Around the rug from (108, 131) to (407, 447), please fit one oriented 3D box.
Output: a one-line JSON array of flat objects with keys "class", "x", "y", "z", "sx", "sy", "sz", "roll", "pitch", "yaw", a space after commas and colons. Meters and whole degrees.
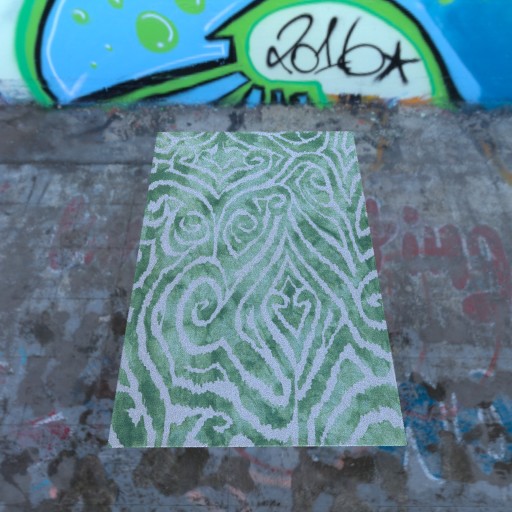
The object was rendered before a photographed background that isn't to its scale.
[{"class": "rug", "x": 0.000, "y": 0.000, "z": 2.288, "sx": 1.220, "sy": 0.006, "sz": 1.826, "roll": 0, "pitch": 58, "yaw": 0}]
